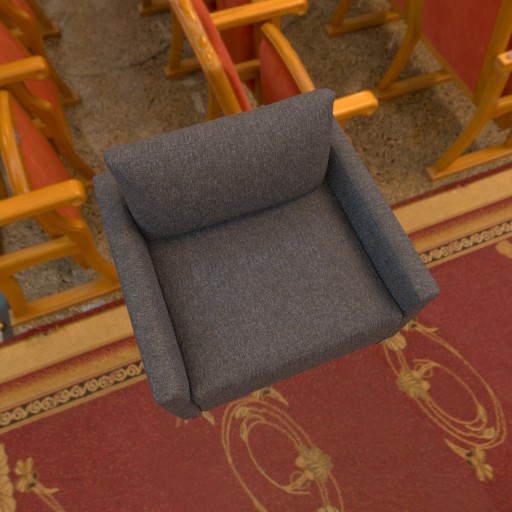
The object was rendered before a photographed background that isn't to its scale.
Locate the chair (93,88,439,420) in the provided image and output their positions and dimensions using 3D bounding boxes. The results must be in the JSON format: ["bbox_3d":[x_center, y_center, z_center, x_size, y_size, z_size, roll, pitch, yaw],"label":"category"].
[{"bbox_3d":[0.000,0.000,1.655,0.963,0.861,0.866,-19,66,-9],"label":"chair"}]
